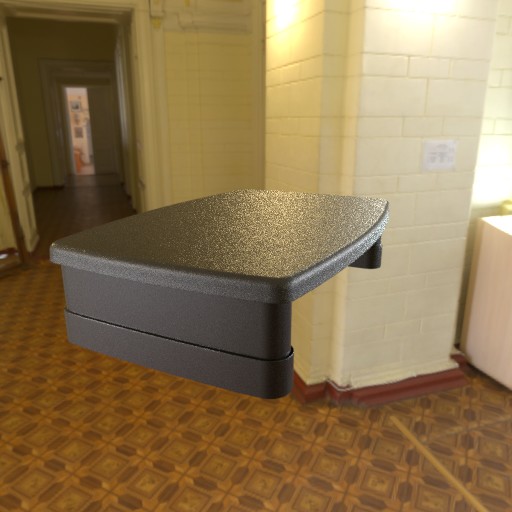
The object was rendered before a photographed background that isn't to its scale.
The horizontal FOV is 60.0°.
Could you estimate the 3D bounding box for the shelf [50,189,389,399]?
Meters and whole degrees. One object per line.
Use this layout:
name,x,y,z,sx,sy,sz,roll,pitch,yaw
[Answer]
shelf,0.000,0.000,0.539,0.280,0.100,0.410,8,18,25
